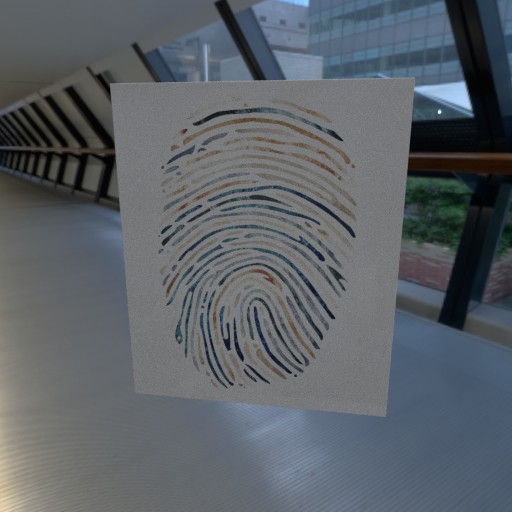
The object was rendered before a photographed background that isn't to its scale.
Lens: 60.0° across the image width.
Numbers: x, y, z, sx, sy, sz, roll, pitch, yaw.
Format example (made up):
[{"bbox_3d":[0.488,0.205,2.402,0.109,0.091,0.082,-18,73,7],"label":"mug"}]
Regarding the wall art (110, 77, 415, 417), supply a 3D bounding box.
[{"bbox_3d":[0.000,0.000,0.824,0.508,0.606,0.037,2,15,9],"label":"wall art"}]
